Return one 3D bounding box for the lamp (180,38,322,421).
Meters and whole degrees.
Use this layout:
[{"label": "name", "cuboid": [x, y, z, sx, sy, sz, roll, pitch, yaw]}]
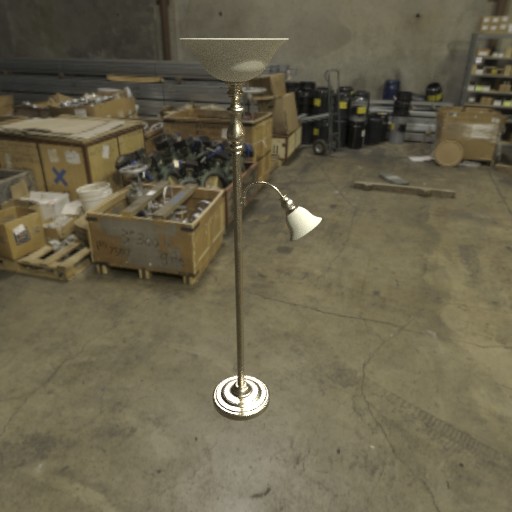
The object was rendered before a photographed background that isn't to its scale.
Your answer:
[{"label": "lamp", "cuboid": [0.000, 0.000, 2.028, 0.575, 1.785, 0.405, 8, 27, 16]}]
